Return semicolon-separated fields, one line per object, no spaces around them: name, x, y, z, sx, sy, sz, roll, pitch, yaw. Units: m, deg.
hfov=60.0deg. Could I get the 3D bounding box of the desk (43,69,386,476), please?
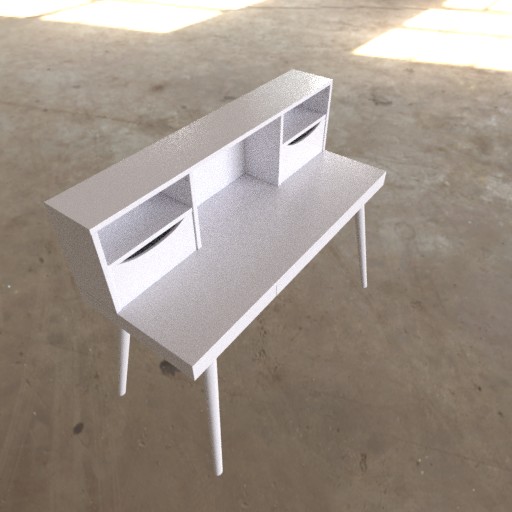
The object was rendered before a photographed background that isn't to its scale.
desk;0.000;0.000;1.746;0.559;0.990;1.199;27;49;26
